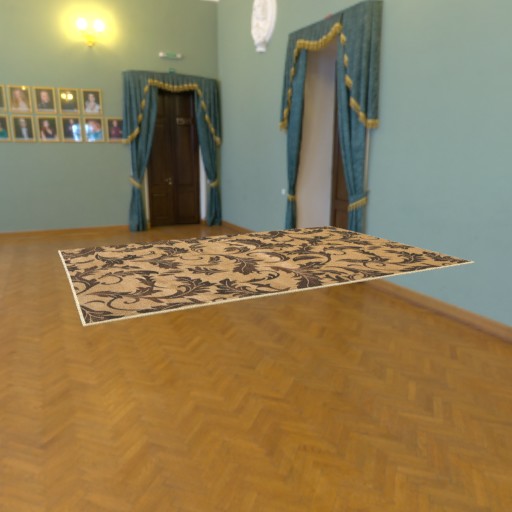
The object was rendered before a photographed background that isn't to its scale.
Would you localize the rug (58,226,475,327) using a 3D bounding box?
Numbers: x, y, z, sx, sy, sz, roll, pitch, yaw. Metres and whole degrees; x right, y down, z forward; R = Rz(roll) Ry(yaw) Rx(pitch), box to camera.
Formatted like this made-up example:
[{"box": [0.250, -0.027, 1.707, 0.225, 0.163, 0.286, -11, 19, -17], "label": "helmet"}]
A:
[{"box": [0.000, 0.000, 2.895, 2.284, 0.008, 1.522, -7, 15, -26], "label": "rug"}]
